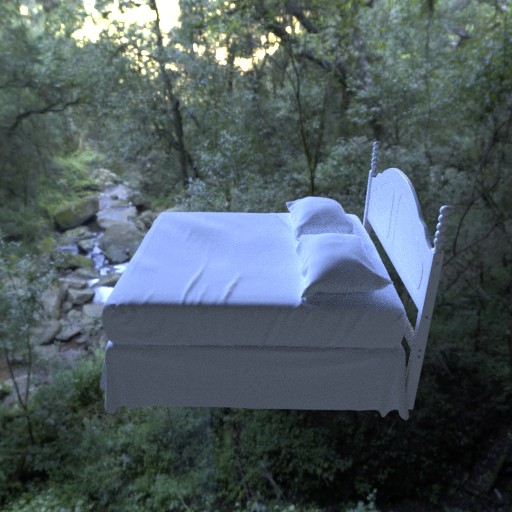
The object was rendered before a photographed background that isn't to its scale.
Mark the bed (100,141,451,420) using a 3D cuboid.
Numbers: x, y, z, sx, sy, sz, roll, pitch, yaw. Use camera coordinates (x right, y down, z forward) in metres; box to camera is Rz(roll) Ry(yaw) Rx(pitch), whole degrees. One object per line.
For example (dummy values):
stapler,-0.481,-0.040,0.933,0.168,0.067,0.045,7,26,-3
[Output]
bed,0.000,0.000,3.277,2.040,1.356,1.873,1,26,1
